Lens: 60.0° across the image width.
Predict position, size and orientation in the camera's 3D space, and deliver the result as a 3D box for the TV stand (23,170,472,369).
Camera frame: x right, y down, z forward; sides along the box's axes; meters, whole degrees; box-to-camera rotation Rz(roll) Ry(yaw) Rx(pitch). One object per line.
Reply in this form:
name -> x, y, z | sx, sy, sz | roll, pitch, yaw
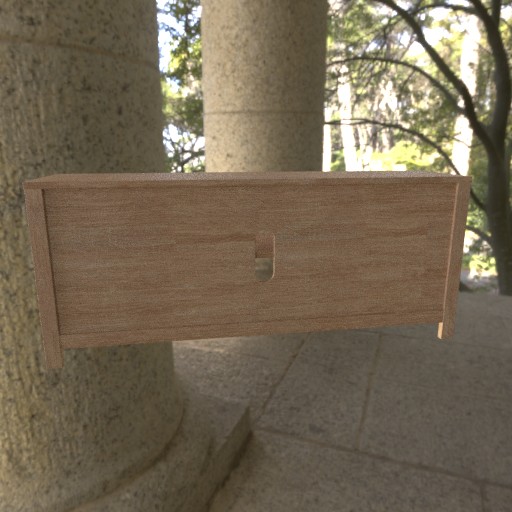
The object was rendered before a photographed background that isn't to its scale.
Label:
TV stand -> 0.000, 0.000, 1.690 | 1.466, 0.610, 0.398 | -2, 14, -9
